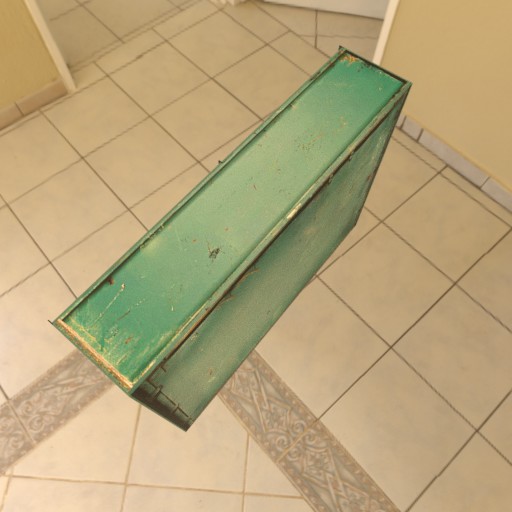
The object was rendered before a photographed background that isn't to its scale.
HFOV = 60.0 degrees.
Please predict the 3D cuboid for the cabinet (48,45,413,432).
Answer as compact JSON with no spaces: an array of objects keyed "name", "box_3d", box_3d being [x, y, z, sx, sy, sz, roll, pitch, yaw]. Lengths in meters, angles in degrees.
[{"name":"cabinet","box_3d":[0.000,0.000,3.959,0.680,2.160,3.001,36,69,16]}]
